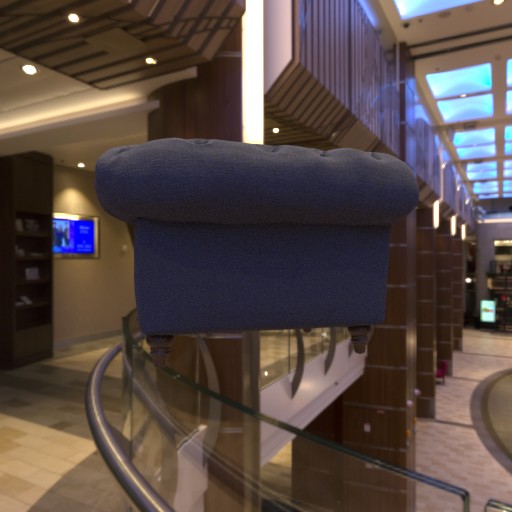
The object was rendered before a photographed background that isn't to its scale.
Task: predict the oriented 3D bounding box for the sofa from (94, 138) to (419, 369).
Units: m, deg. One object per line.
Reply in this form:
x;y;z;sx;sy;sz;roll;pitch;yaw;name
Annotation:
0.000;0.000;2.029;1.405;0.878;1.032;0;0;-17;sofa
